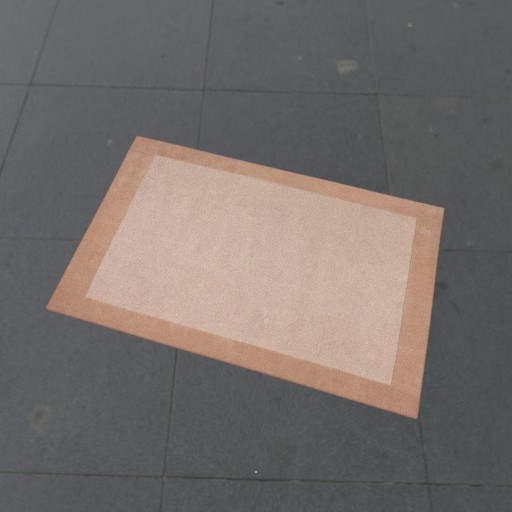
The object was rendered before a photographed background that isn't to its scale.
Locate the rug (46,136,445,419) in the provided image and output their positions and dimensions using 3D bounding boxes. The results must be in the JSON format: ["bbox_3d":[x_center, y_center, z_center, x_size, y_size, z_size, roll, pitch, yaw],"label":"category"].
[{"bbox_3d":[0.000,0.000,3.084,2.438,0.014,1.524,15,65,7],"label":"rug"}]
